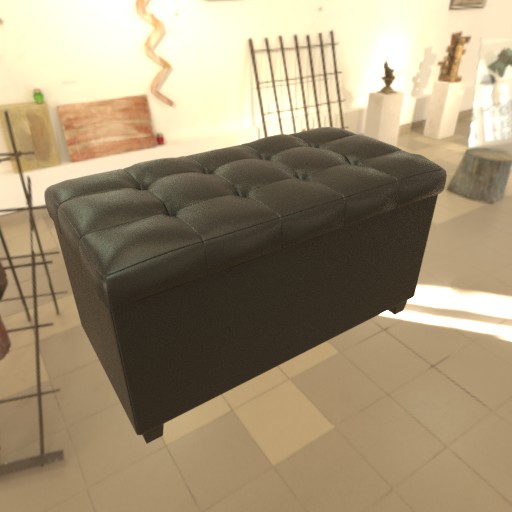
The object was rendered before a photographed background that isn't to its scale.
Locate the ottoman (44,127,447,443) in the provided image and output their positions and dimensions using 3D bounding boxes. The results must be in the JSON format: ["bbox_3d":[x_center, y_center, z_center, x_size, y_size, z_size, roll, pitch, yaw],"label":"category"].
[{"bbox_3d":[0.000,0.000,1.110,0.838,0.470,0.432,-19,37,-28],"label":"ottoman"}]
